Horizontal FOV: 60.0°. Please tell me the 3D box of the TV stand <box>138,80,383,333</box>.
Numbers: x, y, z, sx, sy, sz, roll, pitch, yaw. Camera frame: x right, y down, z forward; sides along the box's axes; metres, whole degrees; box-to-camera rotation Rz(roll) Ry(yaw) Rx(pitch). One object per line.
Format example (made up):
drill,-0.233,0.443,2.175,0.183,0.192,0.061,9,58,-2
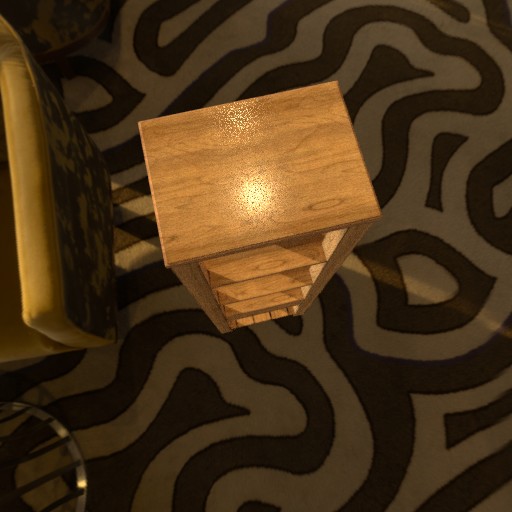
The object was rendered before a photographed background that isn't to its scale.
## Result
TV stand,0.000,0.000,2.049,0.565,1.828,0.435,-13,75,-4
